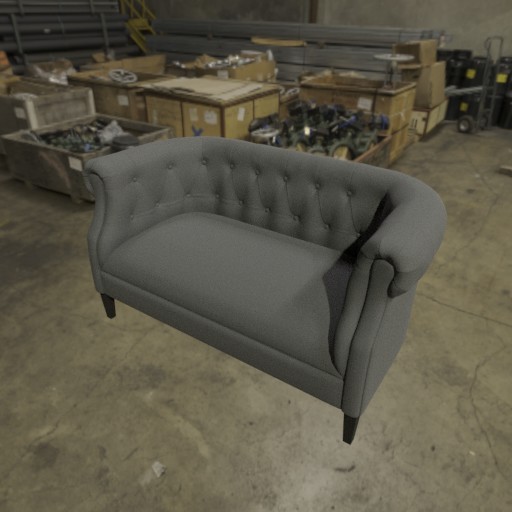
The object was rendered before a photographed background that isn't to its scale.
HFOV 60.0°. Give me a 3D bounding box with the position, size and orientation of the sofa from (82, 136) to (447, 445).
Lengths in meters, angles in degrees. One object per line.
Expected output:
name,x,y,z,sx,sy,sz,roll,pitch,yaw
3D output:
sofa,0.000,0.000,2.059,1.558,0.827,0.835,19,35,29
